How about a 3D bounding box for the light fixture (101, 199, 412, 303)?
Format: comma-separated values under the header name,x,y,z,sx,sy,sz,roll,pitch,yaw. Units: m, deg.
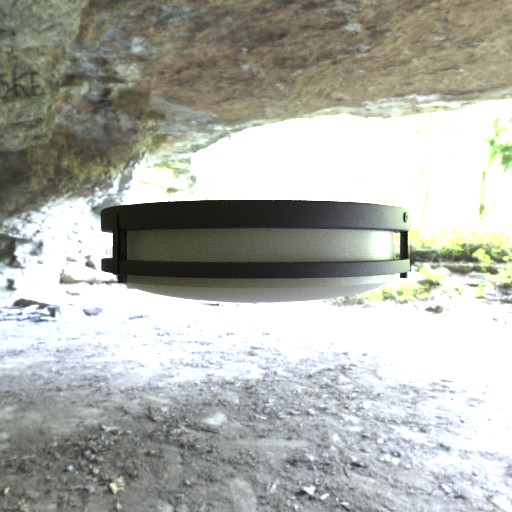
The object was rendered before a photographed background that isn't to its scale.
name,x,y,z,sx,sy,sz,roll,pitch,yaw
light fixture,0.000,0.000,0.538,0.356,0.102,0.356,0,1,0
